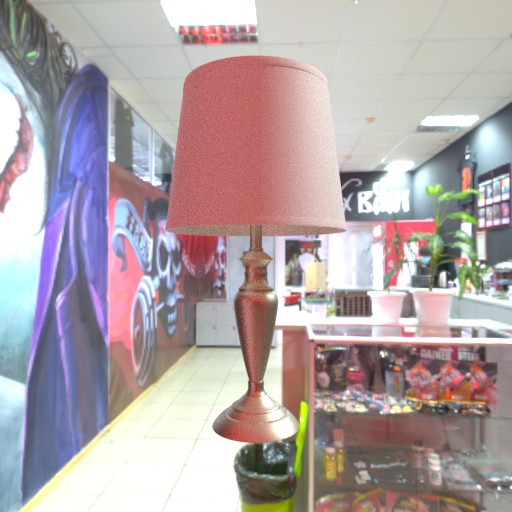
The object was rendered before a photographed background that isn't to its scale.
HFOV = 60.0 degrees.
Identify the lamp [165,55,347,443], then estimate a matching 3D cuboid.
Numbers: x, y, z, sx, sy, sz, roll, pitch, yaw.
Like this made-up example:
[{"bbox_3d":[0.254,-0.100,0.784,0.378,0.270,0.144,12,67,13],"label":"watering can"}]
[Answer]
[{"bbox_3d":[0.000,0.000,0.814,0.328,0.619,0.328,0,0,0],"label":"lamp"}]
